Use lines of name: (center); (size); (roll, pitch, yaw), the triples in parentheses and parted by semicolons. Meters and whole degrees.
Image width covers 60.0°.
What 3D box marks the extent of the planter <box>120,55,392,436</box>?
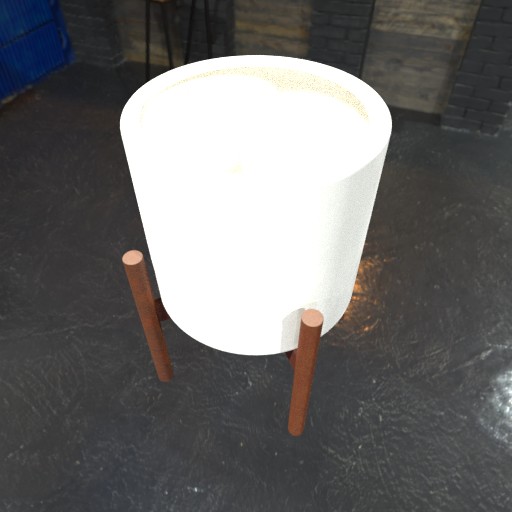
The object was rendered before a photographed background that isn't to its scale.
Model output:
planter: (0.000, 0.000, 0.498); (0.224, 0.358, 0.224); (17, 48, 16)
